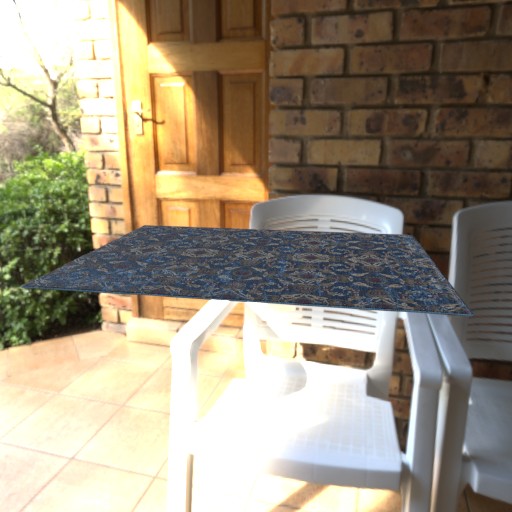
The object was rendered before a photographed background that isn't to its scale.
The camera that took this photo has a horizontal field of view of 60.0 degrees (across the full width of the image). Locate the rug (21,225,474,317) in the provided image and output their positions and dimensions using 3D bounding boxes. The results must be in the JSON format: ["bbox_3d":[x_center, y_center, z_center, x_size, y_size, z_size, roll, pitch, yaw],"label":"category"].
[{"bbox_3d":[0.000,0.000,2.858,2.207,0.014,1.567,3,16,9],"label":"rug"}]
